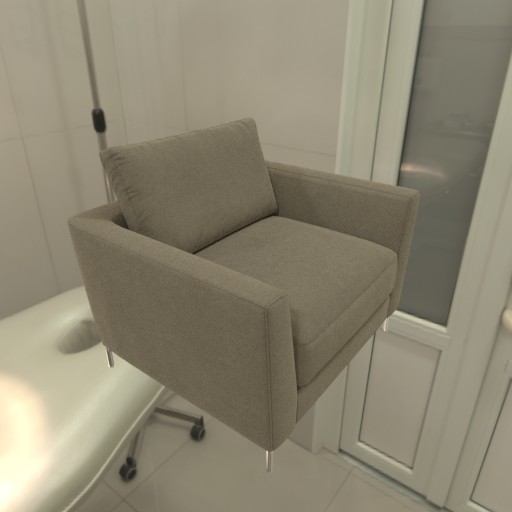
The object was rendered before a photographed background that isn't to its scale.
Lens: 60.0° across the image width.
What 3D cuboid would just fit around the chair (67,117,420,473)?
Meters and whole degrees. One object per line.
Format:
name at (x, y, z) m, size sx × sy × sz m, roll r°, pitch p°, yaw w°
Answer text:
chair at (0.000, 0.000, 1.677) m, size 0.889 × 0.864 × 1.041 m, roll 19°, pitch 33°, yaw 33°
